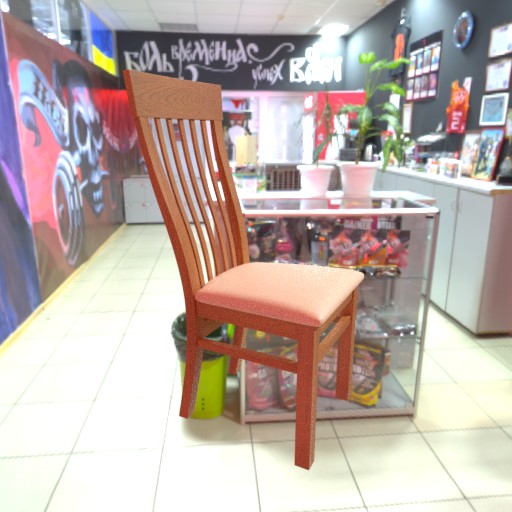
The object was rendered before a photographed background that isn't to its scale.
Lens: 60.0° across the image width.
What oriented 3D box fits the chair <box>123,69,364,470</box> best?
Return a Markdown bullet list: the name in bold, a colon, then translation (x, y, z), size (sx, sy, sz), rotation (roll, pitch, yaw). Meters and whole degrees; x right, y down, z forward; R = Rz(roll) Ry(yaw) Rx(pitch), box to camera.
- **chair**: translation (0.000, 0.000, 1.369), size (0.580, 1.050, 0.450), rotation (8, 17, 26)
